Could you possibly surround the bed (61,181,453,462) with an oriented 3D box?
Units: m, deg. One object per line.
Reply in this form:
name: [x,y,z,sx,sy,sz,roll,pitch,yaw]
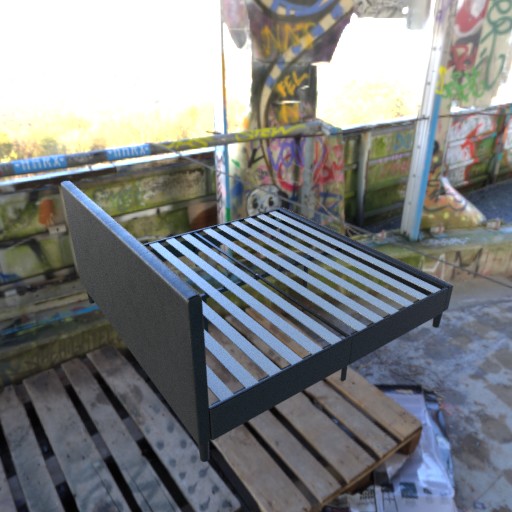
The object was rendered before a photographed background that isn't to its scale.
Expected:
bed: [0.000,0.000,3.371,2.152,1.046,2.018,-18,32,-31]
